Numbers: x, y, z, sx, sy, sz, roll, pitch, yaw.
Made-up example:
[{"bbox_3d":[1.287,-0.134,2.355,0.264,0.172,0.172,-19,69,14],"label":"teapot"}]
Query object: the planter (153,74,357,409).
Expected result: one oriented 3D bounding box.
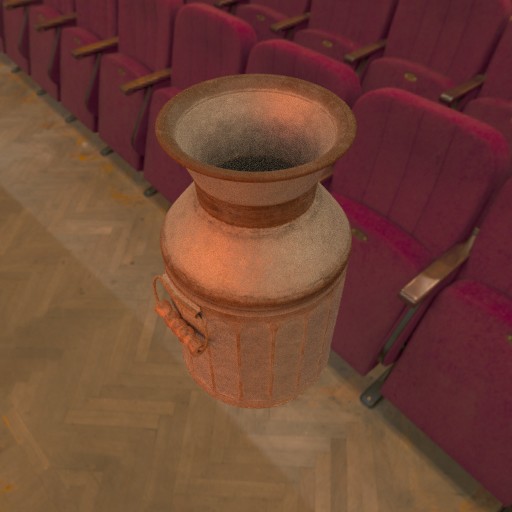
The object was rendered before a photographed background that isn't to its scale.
[{"bbox_3d":[0.000,0.000,0.522,0.248,0.358,0.215,-31,54,-26],"label":"planter"}]
